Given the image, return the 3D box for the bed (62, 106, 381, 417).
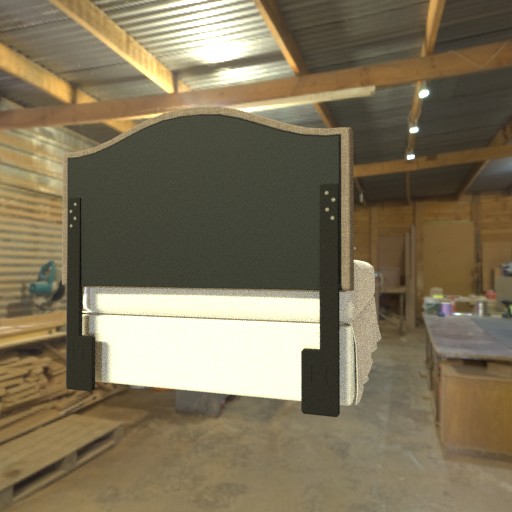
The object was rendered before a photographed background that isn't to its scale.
[{"bbox_3d":[0.000,0.000,3.285,1.713,1.518,2.153,0,-1,18],"label":"bed"}]
